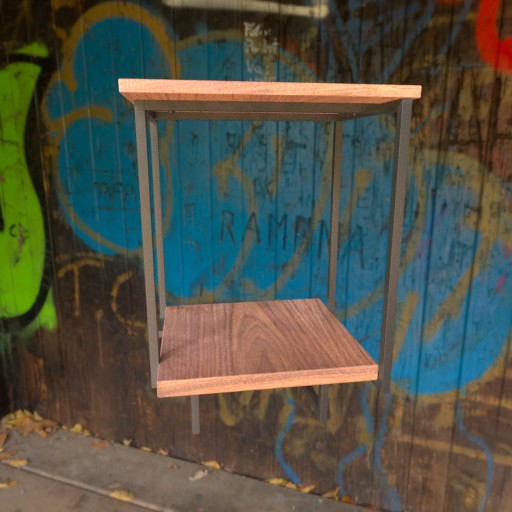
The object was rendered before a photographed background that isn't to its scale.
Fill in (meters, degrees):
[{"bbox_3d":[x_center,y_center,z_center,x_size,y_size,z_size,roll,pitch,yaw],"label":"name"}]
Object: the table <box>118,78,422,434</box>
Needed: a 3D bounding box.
[{"bbox_3d":[0.000,0.000,0.840,0.411,0.567,0.384,-2,14,-9],"label":"table"}]
